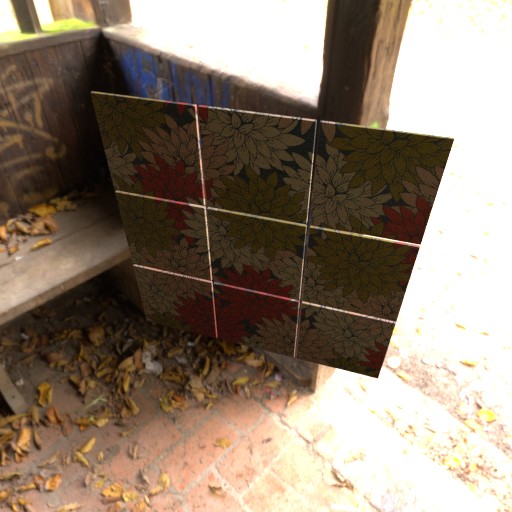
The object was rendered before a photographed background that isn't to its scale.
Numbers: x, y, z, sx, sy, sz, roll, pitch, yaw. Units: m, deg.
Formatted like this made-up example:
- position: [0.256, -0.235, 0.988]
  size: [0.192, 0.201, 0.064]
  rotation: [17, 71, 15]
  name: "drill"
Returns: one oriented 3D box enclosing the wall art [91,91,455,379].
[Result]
- position: [0.000, 0.000, 1.821]
  size: [1.206, 1.218, 0.013]
  rotation: [11, 43, 13]
  name: "wall art"
